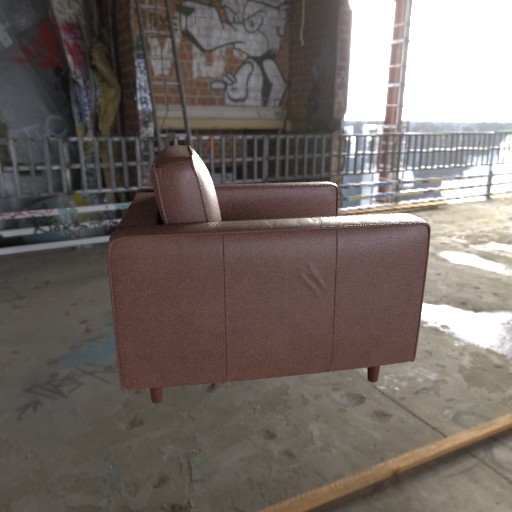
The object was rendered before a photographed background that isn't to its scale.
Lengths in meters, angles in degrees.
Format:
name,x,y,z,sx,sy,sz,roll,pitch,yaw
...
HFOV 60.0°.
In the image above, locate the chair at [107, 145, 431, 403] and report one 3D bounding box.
name,x,y,z,sx,sy,sz,roll,pitch,yaw
chair,0.000,0.000,1.614,0.900,0.770,0.920,-3,17,-9
